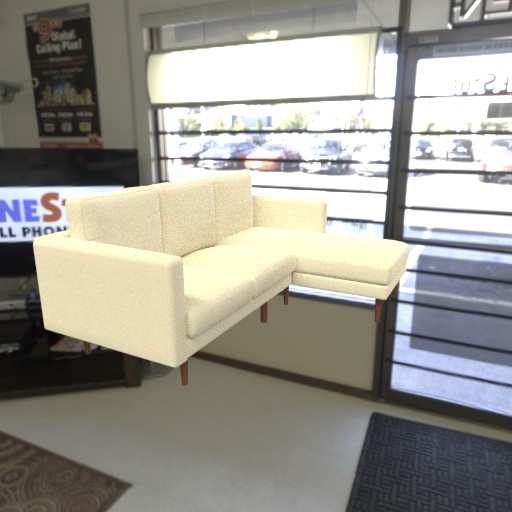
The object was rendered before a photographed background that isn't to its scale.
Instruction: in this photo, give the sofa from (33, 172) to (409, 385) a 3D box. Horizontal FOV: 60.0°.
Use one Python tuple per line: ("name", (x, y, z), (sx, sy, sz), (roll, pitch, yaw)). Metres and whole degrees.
("sofa", (0.000, 0.000, 2.850), (1.580, 0.899, 2.029), (8, 17, 27))
